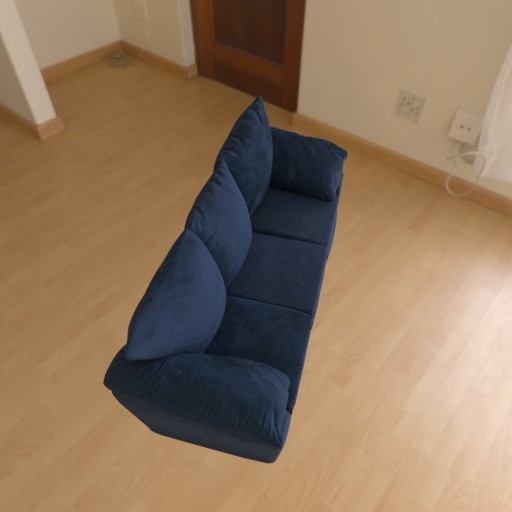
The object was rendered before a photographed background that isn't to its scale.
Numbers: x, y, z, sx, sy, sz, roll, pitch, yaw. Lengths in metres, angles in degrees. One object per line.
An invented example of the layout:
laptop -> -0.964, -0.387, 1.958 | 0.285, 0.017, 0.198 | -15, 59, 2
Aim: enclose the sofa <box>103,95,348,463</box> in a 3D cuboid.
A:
sofa -> 0.000, 0.000, 2.852 | 0.907, 1.091, 2.390 | 11, 48, 10
